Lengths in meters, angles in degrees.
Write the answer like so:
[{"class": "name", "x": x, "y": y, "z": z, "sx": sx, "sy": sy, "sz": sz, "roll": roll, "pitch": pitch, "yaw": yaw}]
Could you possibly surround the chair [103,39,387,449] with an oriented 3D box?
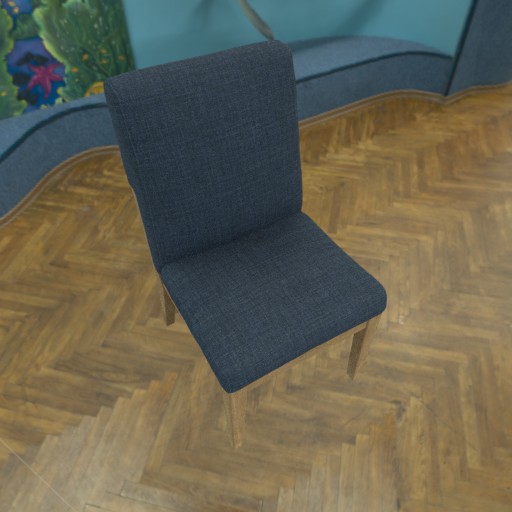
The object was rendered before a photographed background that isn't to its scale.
[{"class": "chair", "x": 0.000, "y": 0.000, "z": 1.232, "sx": 0.507, "sy": 0.911, "sz": 0.586, "roll": -23, "pitch": 50, "yaw": -21}]
